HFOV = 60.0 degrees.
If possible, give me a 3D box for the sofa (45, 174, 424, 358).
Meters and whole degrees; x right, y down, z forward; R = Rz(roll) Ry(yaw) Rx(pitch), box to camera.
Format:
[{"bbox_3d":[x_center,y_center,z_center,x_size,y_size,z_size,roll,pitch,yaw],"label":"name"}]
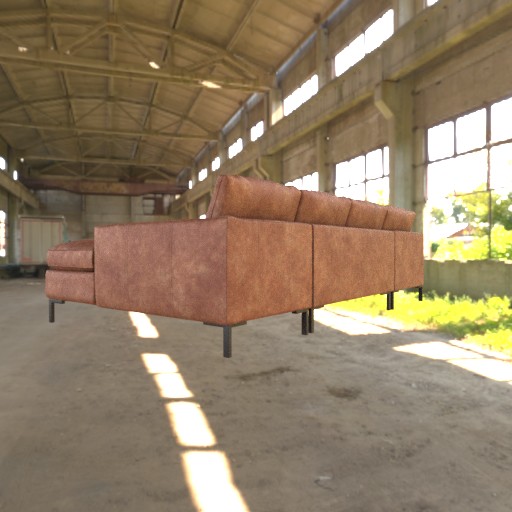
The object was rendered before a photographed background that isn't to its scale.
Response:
[{"bbox_3d":[0.000,0.000,3.770,1.939,0.900,2.956,1,1,38],"label":"sofa"}]
